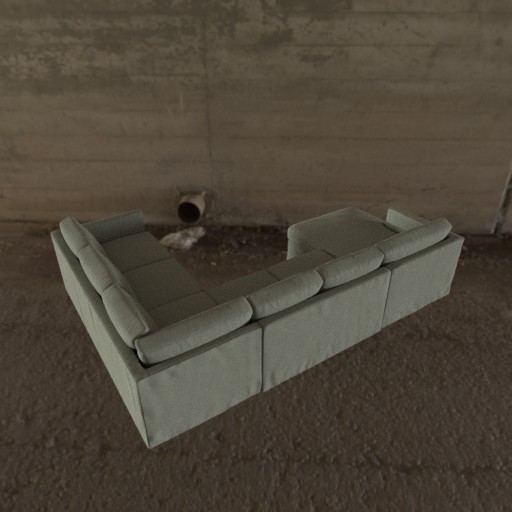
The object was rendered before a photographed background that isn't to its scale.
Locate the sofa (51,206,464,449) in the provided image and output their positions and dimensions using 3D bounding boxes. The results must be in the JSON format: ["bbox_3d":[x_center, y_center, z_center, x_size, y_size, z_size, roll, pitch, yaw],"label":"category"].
[{"bbox_3d":[0.000,0.000,4.589,3.434,0.869,2.440,-19,36,-28],"label":"sofa"}]
